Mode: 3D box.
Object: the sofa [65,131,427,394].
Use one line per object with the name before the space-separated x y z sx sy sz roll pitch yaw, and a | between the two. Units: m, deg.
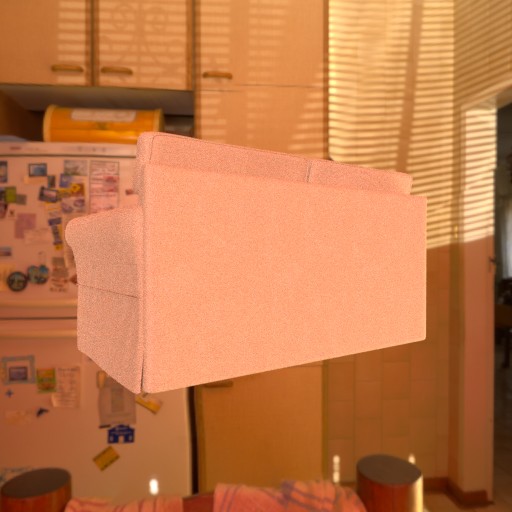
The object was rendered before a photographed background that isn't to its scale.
sofa | 0.000 0.000 2.374 1.727 0.940 0.991 0 1 -36
